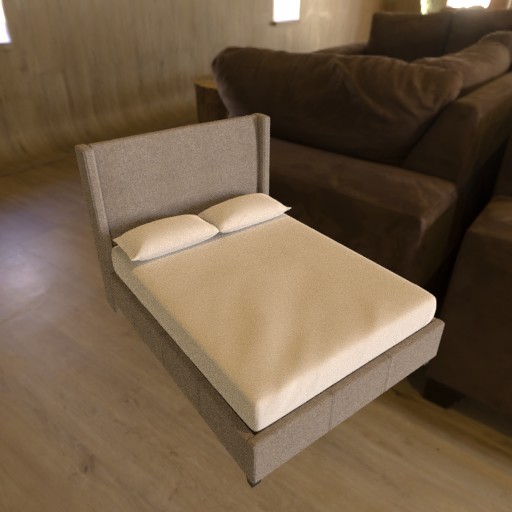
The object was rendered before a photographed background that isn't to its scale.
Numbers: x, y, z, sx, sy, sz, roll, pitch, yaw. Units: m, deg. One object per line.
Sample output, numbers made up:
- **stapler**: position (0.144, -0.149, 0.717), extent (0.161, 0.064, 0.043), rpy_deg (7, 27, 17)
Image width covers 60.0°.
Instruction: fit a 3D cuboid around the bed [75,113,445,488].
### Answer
- **bed**: position (0.000, 0.000, 3.334), extent (1.714, 1.476, 2.245), rpy_deg (-21, 37, -31)
